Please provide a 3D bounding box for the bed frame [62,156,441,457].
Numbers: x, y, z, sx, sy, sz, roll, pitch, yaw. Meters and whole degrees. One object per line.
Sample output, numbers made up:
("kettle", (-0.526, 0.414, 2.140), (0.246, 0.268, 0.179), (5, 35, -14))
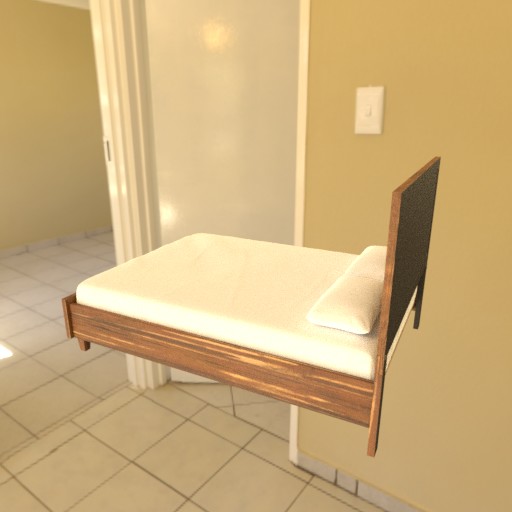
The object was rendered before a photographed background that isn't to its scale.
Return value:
("bed frame", (0.000, 0.000, 3.336), (2.276, 1.417, 1.696), (9, 20, 25))
